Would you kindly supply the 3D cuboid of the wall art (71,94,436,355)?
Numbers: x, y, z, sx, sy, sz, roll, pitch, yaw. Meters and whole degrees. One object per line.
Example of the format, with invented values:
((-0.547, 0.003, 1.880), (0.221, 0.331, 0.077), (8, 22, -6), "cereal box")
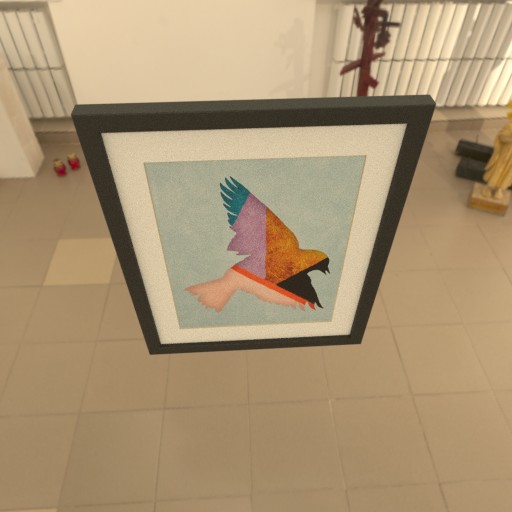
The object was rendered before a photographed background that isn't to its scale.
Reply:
((0.000, 0.000, 0.763), (0.457, 0.558, 0.028), (-2, 46, -2), "wall art")
